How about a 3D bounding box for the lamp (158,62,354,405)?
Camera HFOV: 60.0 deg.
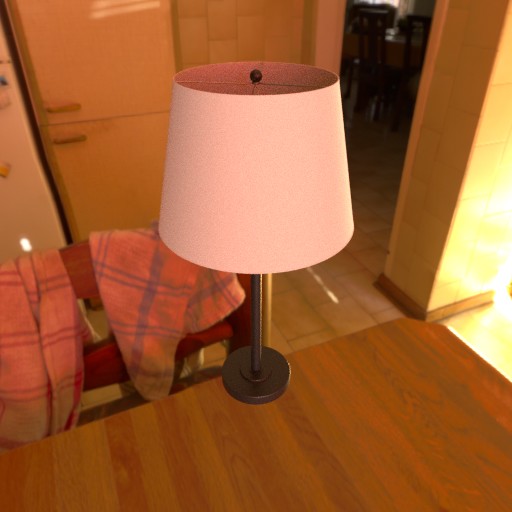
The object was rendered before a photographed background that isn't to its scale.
[{"bbox_3d":[0.000,0.000,0.883,0.363,0.696,0.363,0,33,0],"label":"lamp"}]
